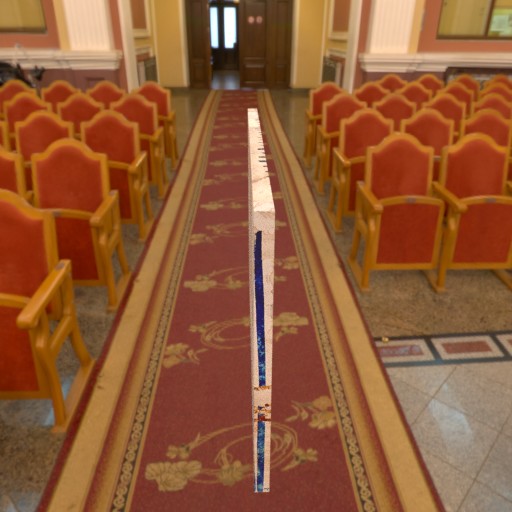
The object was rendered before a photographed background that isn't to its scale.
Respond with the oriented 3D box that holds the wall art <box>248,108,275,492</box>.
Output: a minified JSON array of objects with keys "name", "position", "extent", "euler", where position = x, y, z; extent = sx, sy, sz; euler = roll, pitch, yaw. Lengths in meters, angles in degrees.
[{"name":"wall art","position":[0.000,0.000,1.171],"extent":[0.030,0.609,0.919],"euler":[-1,27,-1]}]
